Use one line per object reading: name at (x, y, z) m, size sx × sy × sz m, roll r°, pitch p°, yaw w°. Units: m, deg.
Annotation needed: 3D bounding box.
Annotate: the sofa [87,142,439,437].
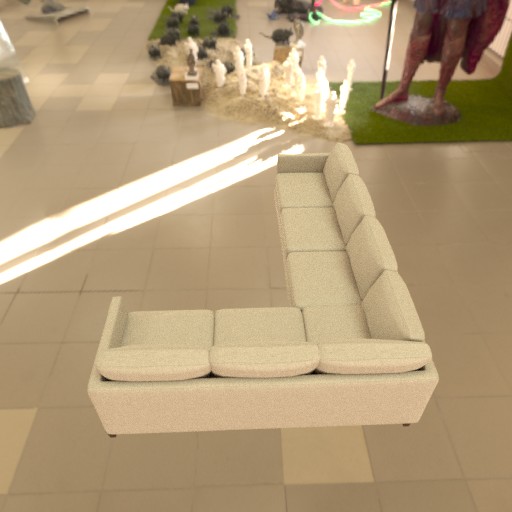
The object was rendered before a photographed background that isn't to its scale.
sofa at (0.000, 0.000, 4.470) m, size 2.522 × 0.934 × 3.333 m, roll -1°, pitch 41°, yaw -2°
